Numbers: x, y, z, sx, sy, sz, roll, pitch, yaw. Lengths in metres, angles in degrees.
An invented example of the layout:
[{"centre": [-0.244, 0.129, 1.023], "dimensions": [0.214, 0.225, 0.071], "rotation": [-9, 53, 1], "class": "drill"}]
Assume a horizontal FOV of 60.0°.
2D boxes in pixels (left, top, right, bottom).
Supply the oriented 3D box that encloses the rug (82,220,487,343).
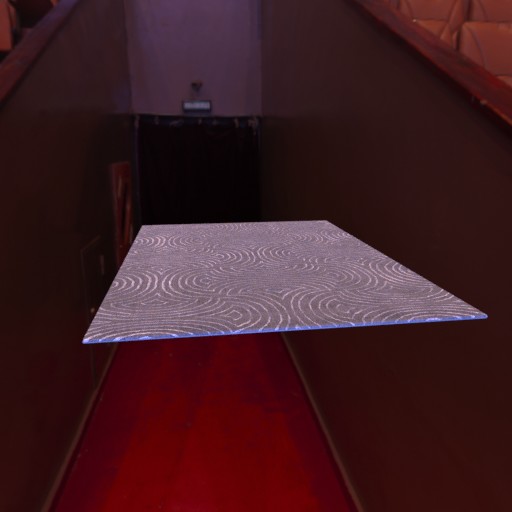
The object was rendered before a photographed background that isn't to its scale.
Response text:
[{"centre": [0.000, 0.000, 2.677], "dimensions": [1.543, 0.015, 2.144], "rotation": [-2, 15, -8], "class": "rug"}]
